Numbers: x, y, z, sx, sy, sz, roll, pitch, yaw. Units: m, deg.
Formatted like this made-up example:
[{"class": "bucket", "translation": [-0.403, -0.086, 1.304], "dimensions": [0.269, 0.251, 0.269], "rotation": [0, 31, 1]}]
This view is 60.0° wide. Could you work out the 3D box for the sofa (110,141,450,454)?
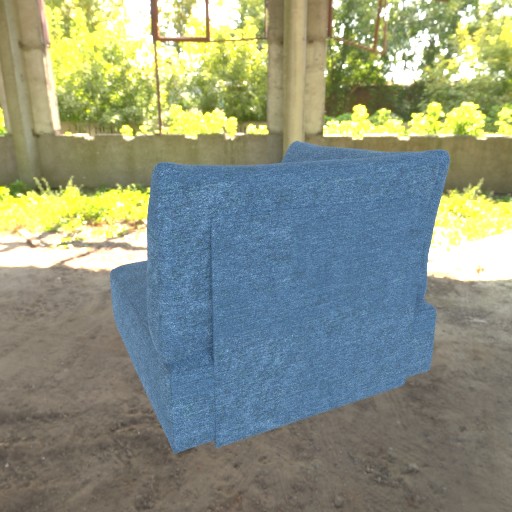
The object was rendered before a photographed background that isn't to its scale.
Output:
[{"class": "sofa", "translation": [0.000, 0.000, 1.705], "dimensions": [1.000, 0.820, 1.000], "rotation": [-8, 19, -25]}]
